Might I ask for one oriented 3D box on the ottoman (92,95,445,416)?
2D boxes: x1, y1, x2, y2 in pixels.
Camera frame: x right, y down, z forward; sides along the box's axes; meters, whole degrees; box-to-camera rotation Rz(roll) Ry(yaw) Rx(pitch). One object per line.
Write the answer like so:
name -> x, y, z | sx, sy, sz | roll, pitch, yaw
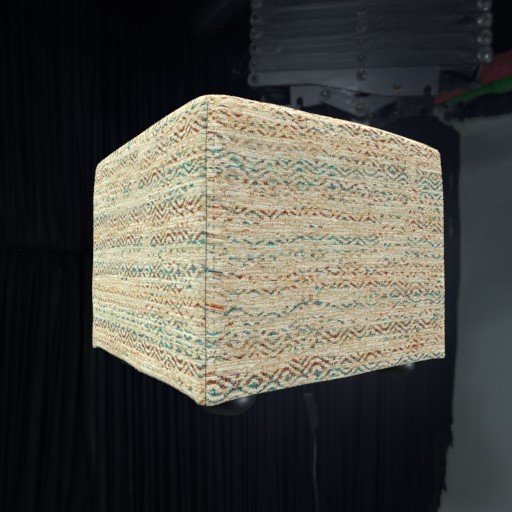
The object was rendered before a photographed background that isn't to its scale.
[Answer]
ottoman -> 0.000, 0.000, 0.887 | 0.512, 0.453, 0.521 | 1, -1, -35
